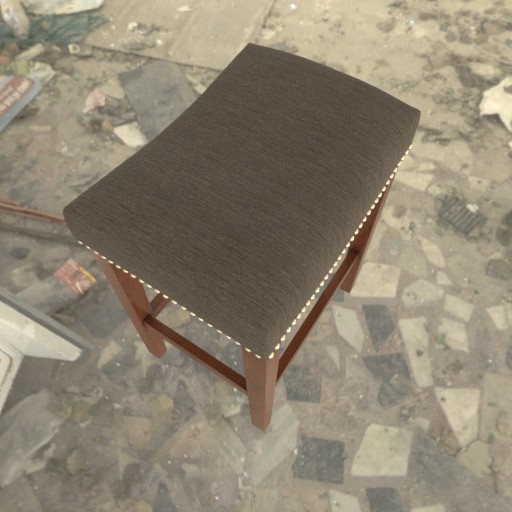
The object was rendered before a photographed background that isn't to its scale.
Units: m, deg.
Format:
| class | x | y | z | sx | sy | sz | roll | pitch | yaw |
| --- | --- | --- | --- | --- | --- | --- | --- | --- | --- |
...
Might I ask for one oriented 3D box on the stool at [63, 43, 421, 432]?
| class | x | y | z | sx | sy | sz | roll | pitch | yaw |
| --- | --- | --- | --- | --- | --- | --- | --- | --- | --- |
| stool | 0.000 | 0.000 | 0.953 | 0.372 | 0.654 | 0.504 | 29 | 63 | 17 |
